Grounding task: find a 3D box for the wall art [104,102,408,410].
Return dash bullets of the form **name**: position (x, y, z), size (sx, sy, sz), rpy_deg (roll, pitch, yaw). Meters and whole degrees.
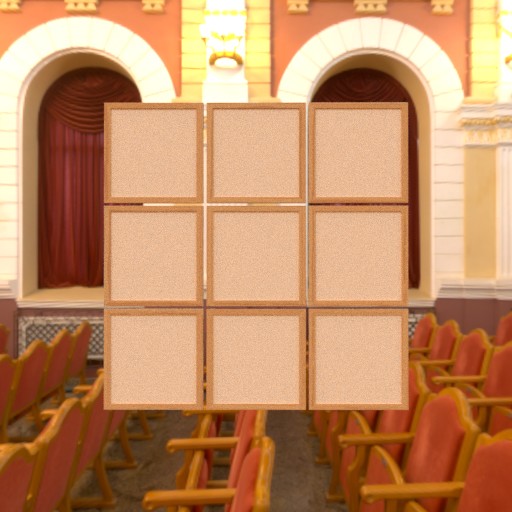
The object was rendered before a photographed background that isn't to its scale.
- **wall art**: position (0.000, 0.000, 1.763), size (1.206, 1.218, 0.013), rpy_deg (0, 0, 0)
